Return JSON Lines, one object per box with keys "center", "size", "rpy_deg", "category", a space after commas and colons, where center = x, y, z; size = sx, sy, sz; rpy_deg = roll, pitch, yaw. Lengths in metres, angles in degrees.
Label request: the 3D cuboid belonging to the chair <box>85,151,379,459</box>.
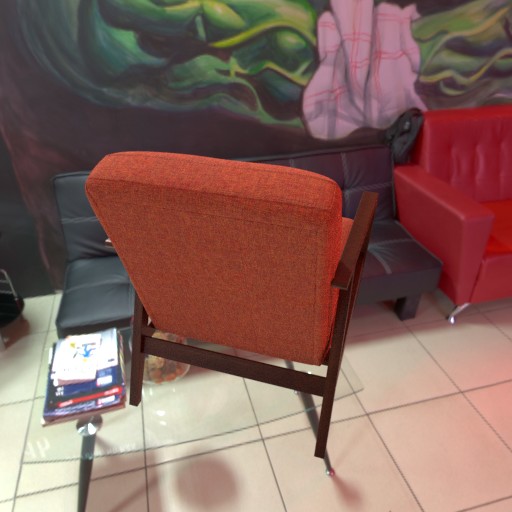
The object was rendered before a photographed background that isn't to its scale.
{"center": [0.000, 0.000, 1.499], "size": [0.719, 0.890, 0.860], "rpy_deg": [10, 33, 15], "category": "chair"}
